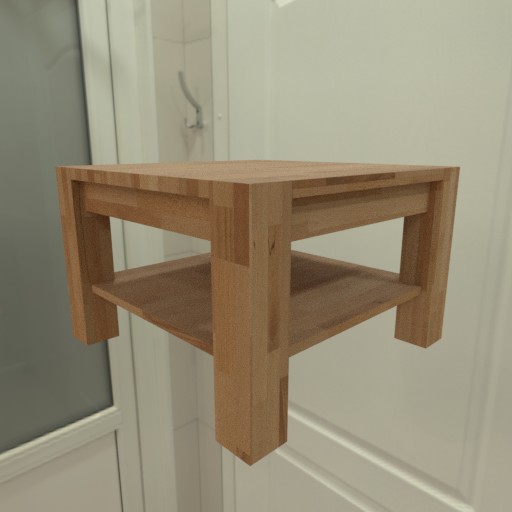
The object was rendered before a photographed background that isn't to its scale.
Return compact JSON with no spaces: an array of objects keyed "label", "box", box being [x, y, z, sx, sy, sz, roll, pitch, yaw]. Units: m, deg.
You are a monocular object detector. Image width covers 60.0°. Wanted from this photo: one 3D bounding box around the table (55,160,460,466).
[{"label":"table","box":[0.000,0.000,1.137,0.700,0.451,0.700,-13,19,-42]}]
